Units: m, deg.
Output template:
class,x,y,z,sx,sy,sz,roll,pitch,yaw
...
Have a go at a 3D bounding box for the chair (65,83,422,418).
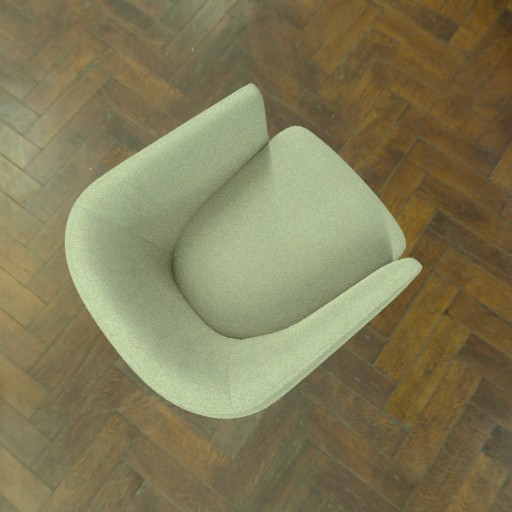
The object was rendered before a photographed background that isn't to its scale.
class,x,y,z,sx,sy,sz,roll,pitch,yaw
chair,0.000,0.000,1.593,0.986,0.861,0.822,-38,79,-9
